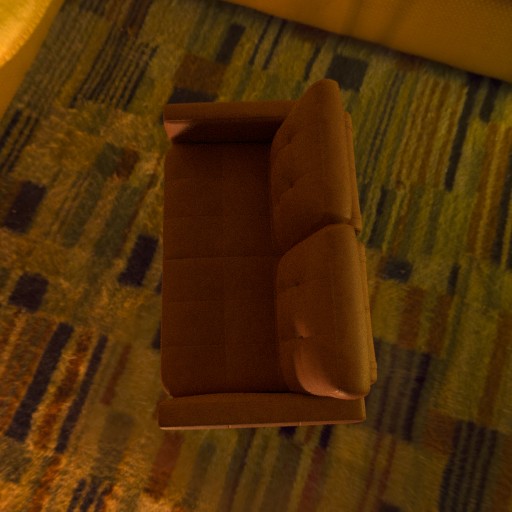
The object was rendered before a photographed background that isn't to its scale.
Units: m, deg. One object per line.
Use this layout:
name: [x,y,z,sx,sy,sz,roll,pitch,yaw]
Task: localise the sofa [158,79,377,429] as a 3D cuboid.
sofa: [0.000,0.000,1.988,0.868,0.898,1.430,-2,75,-1]
